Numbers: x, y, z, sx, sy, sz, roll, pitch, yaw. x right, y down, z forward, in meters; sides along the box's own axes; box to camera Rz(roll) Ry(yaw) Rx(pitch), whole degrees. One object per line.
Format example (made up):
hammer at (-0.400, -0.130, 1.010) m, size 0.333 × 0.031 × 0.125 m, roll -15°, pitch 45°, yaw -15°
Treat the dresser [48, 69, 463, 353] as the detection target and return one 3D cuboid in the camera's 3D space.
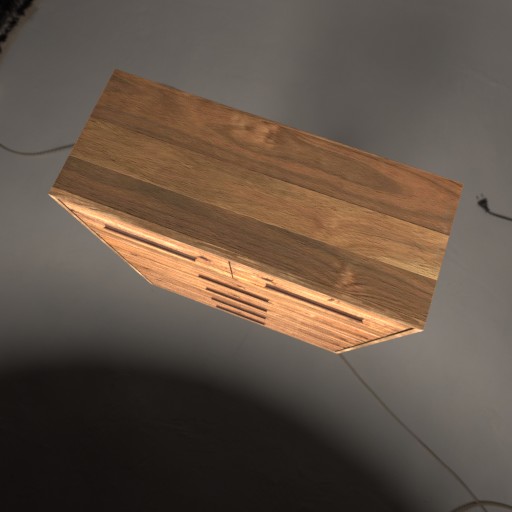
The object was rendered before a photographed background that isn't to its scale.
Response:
dresser at (0.000, 0.000, 1.891) m, size 1.062 × 1.393 × 0.442 m, roll 20°, pitch 76°, yaw 5°
